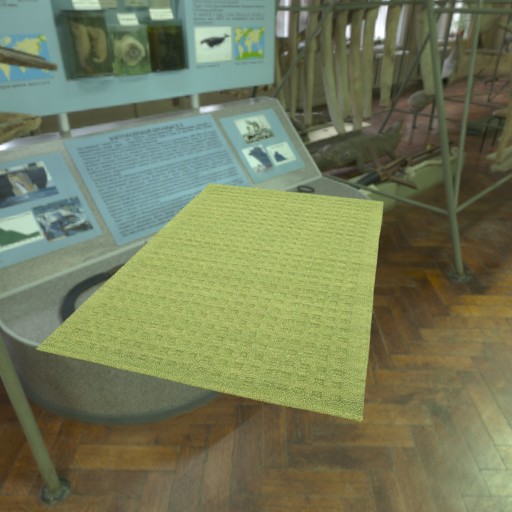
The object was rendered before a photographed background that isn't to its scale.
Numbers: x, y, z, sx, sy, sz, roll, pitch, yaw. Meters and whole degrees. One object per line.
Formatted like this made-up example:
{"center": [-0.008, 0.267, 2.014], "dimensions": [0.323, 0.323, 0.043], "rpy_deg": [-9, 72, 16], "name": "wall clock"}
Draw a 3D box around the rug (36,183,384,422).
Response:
{"center": [0.000, 0.000, 2.874], "dimensions": [1.529, 0.007, 2.297], "rpy_deg": [8, 31, 14], "name": "rug"}
